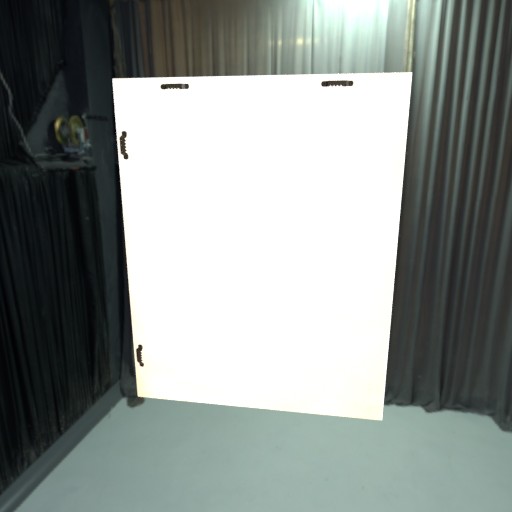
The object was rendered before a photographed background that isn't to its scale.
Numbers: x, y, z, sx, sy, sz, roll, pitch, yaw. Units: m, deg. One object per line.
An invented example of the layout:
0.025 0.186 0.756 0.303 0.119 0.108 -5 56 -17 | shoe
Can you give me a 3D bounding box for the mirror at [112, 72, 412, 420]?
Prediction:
0.000 0.000 0.674 0.406 0.509 0.041 2 15 9 | mirror
